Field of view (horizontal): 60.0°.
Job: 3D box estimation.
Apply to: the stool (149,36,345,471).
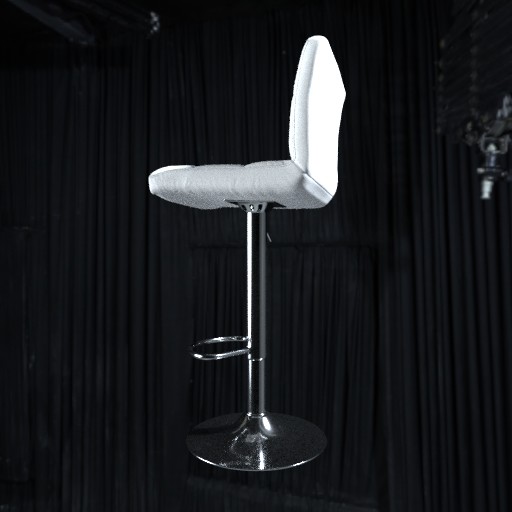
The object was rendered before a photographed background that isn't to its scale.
[{"bbox_3d":[0.000,0.000,1.354,0.505,1.115,0.430,0,0,18],"label":"stool"}]
